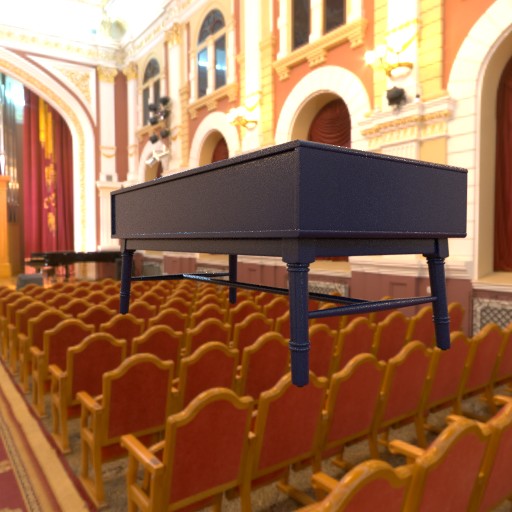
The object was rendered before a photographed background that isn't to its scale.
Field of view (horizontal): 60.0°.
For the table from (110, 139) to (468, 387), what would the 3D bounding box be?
[{"bbox_3d":[0.000,0.000,1.385,0.572,0.457,1.067,-1,3,-35],"label":"table"}]
